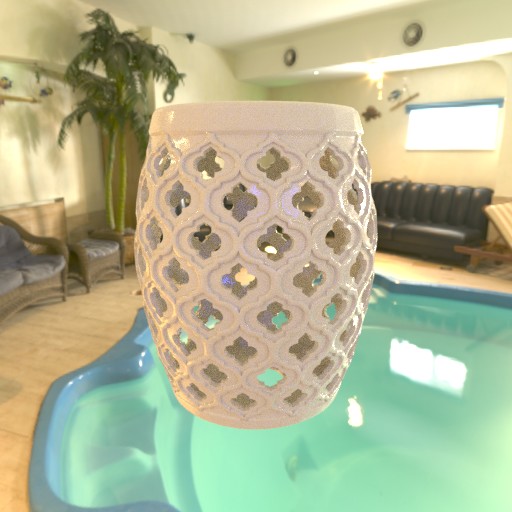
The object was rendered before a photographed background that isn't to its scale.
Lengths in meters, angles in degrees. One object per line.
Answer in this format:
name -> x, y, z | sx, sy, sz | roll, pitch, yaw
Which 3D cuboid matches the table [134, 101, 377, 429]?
table -> 0.000, 0.000, 0.619 | 0.325, 0.388, 0.325 | 0, 14, 0
